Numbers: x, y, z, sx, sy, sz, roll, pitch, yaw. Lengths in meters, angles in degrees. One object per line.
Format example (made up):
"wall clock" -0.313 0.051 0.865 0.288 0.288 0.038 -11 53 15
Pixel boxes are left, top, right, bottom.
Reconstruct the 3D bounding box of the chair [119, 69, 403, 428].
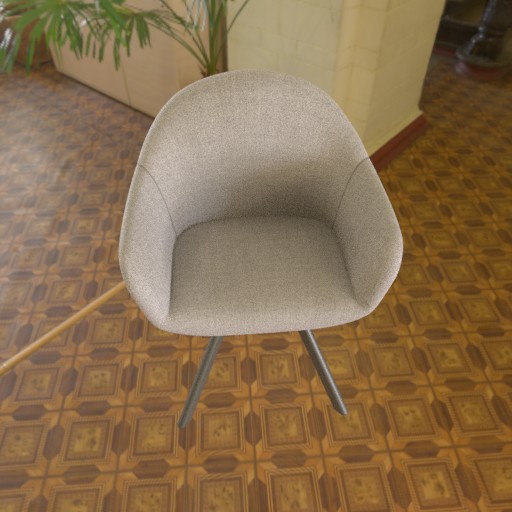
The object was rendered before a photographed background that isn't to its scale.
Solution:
"chair" 0.000 0.000 1.182 0.590 0.795 0.550 -3 45 -3
